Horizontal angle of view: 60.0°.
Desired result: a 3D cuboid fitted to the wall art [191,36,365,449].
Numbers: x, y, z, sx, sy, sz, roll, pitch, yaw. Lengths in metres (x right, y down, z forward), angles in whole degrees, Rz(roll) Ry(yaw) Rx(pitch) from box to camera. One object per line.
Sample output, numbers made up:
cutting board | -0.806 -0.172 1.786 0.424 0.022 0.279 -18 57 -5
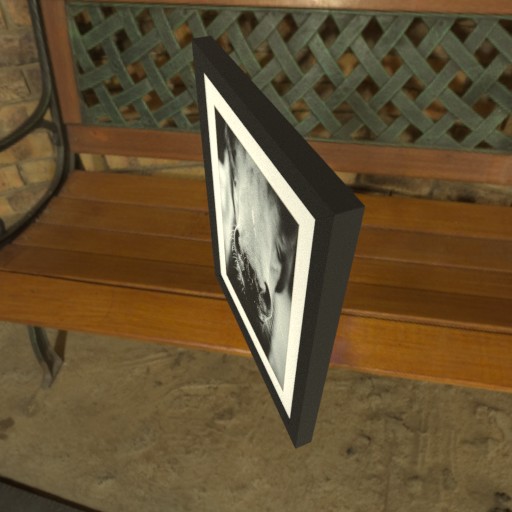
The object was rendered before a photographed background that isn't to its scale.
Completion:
wall art | 0.000 0.000 0.755 0.033 0.559 0.457 -16 48 -15
